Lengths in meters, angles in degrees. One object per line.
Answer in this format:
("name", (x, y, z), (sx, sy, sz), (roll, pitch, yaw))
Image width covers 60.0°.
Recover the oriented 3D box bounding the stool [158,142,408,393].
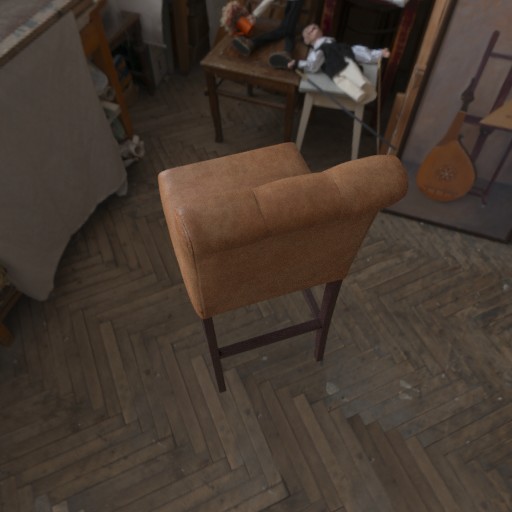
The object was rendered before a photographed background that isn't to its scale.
("stool", (0.000, 0.000, 1.430), (0.493, 1.140, 0.601), (-15, 57, -10))
